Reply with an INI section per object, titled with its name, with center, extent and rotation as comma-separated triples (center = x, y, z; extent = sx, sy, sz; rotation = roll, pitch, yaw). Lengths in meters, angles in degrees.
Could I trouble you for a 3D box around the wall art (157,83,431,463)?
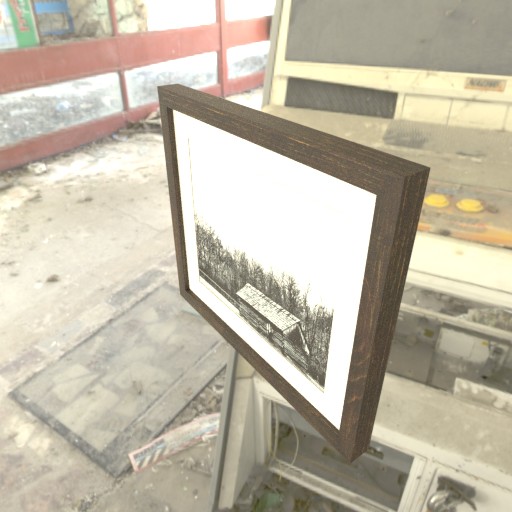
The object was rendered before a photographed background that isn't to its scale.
[wall art]
center = 0.000, 0.000, 0.531
extent = 0.031, 0.330, 0.381
rotation = -22, 38, -31
